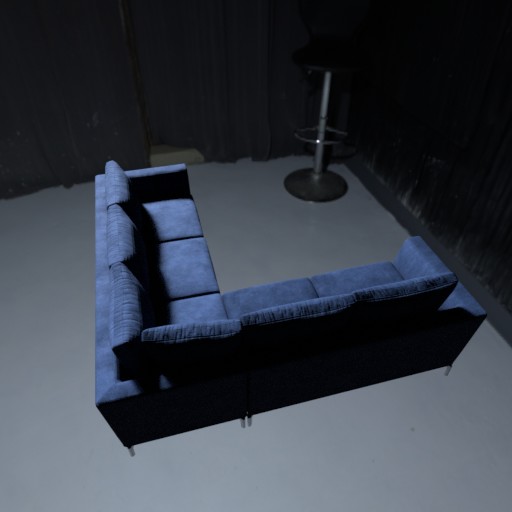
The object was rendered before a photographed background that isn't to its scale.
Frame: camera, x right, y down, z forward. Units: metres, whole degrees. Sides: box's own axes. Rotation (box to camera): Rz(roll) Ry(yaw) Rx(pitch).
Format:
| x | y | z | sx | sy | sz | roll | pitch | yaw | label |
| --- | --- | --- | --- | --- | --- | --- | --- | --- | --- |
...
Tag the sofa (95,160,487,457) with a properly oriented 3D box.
| x | y | z | sx | sy | sz | roll | pitch | yaw | label |
| --- | --- | --- | --- | --- | --- | --- | --- | --- | --- |
| 0.000 | 0.000 | 3.689 | 2.472 | 0.988 | 2.463 | -10 | 42 | -11 | sofa |
